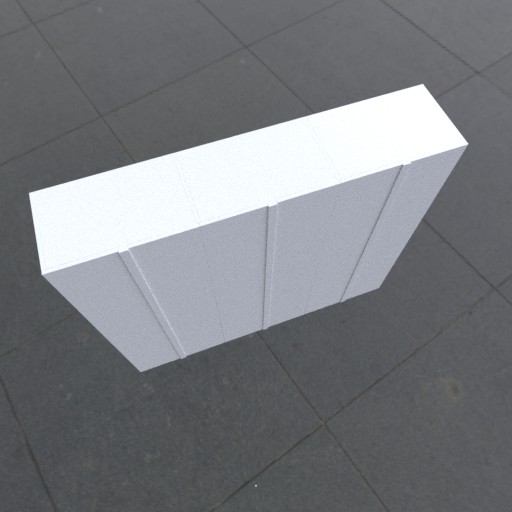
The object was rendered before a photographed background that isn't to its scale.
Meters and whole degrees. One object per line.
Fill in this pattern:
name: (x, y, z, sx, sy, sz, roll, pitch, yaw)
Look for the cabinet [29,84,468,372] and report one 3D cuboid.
cabinet: (0.000, 0.000, 3.810, 2.700, 2.370, 0.590, -18, 64, -9)
